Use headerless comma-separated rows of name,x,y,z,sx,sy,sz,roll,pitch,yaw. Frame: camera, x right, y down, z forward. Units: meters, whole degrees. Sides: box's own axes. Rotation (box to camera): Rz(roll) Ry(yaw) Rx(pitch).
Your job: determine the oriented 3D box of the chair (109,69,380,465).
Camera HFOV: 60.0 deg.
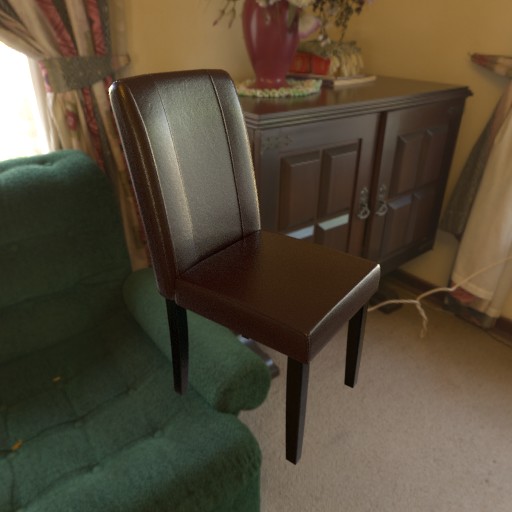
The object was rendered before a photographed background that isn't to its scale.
chair,0.000,0.000,1.192,0.556,0.897,0.399,19,33,32
